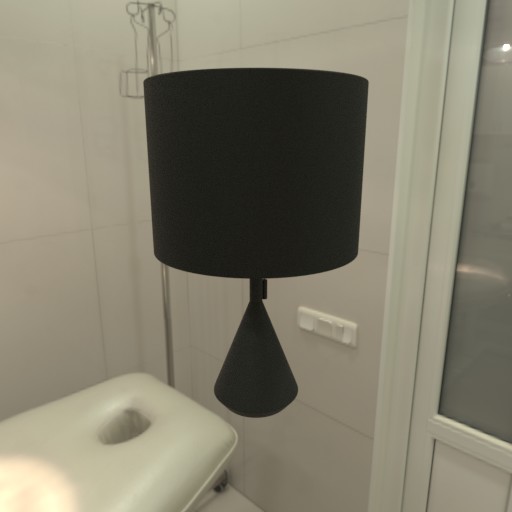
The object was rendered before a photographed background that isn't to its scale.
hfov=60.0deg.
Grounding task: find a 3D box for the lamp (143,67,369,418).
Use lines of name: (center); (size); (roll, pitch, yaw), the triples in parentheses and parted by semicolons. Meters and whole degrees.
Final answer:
lamp: (0.000, 0.000, 0.802); (0.359, 0.584, 0.359); (14, 21, 42)
